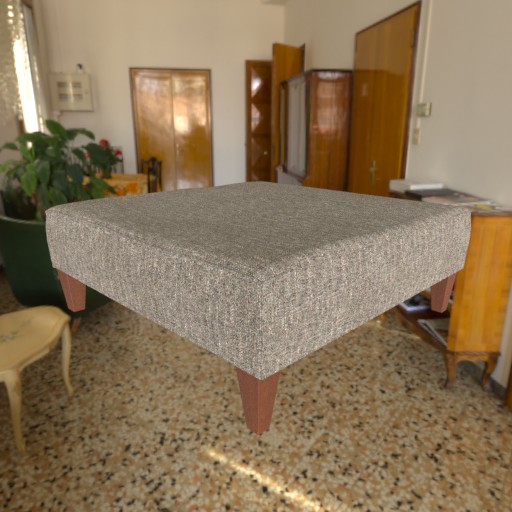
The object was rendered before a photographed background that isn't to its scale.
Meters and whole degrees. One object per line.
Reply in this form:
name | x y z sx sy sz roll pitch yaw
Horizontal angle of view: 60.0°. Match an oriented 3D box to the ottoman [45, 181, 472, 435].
ottoman | 0.000 0.000 1.467 0.981 0.379 1.016 -16 23 -43
